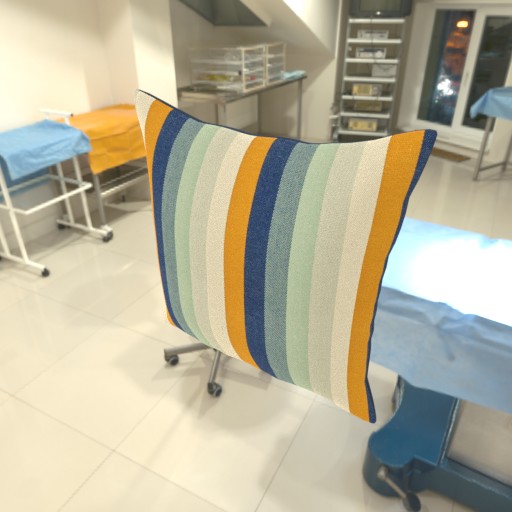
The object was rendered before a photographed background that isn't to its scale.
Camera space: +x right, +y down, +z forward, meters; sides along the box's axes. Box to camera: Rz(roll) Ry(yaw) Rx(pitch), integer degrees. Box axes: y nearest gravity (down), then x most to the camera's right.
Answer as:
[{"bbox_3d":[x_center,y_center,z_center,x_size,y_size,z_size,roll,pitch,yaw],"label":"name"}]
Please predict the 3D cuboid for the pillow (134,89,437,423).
[{"bbox_3d":[0.000,0.000,0.692,0.463,0.454,0.173,19,35,30],"label":"pillow"}]
